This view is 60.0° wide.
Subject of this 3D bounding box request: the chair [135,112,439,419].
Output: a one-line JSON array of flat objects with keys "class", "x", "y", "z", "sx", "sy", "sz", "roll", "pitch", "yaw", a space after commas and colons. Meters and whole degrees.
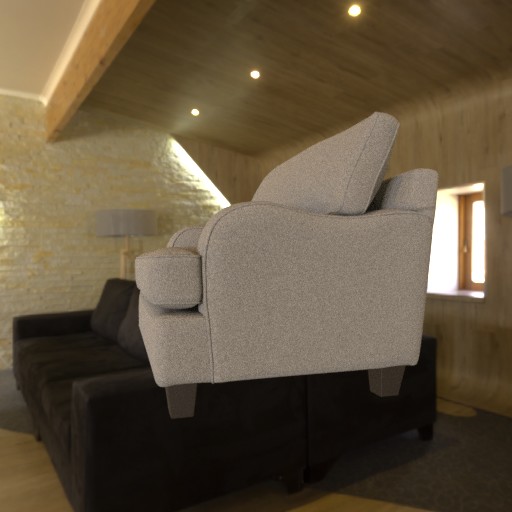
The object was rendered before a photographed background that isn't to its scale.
[{"class": "chair", "x": 0.000, "y": 0.000, "z": 2.019, "sx": 1.040, "sy": 1.016, "sz": 1.220, "roll": 0, "pitch": 0, "yaw": -17}]
